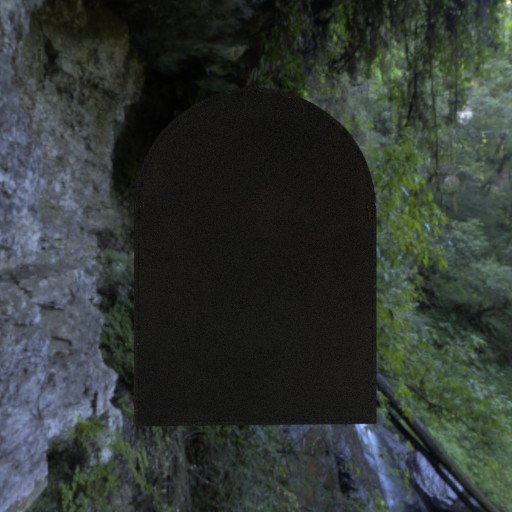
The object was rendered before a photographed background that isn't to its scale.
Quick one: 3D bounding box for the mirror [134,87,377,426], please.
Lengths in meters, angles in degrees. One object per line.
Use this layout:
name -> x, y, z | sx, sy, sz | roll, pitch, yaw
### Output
mirror -> 0.000, 0.000, 1.219 | 0.660, 0.920, 0.032 | 0, 0, -1
